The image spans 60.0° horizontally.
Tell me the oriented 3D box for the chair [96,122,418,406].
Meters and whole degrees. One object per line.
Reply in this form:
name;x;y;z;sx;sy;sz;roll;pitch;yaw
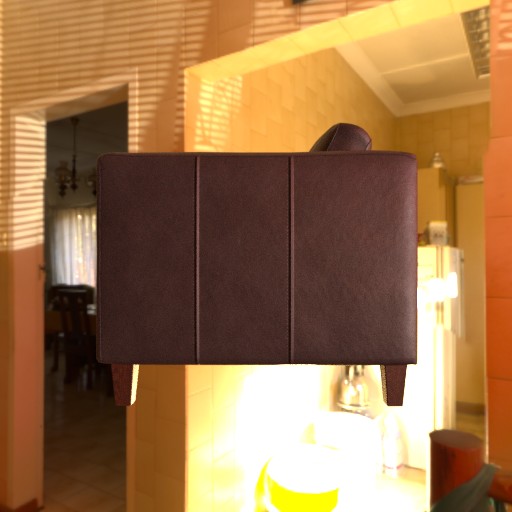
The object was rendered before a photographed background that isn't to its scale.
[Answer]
chair;0.000;0.000;1.615;0.862;0.811;0.939;0;0;0
